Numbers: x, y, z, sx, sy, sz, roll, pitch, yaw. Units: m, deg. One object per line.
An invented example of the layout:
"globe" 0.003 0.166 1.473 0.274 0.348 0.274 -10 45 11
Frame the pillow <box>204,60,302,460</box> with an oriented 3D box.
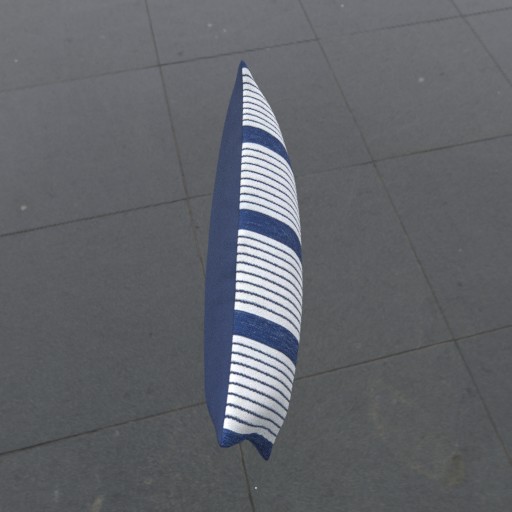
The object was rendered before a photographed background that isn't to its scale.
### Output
"pillow" 0.000 0.000 0.737 0.156 0.292 0.608 1 62 1
